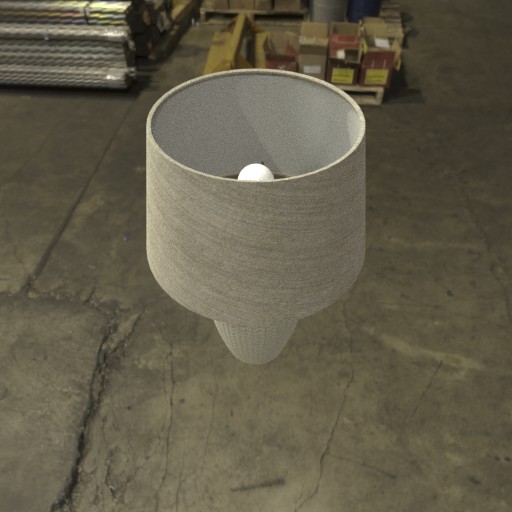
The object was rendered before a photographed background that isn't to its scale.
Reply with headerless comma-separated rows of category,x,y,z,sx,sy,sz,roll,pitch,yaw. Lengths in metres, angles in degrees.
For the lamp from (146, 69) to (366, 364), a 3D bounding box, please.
lamp,0.000,0.000,0.840,0.390,0.580,0.390,0,47,0
